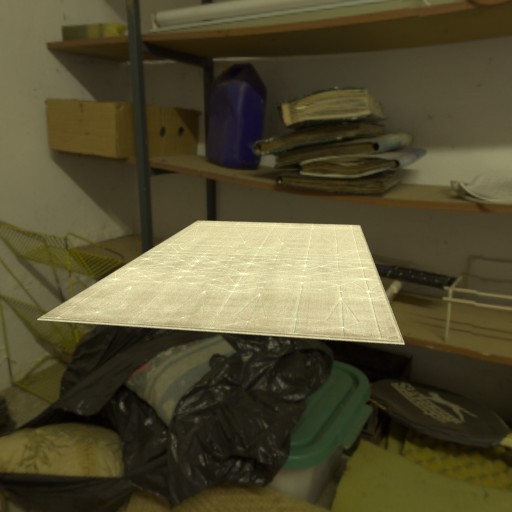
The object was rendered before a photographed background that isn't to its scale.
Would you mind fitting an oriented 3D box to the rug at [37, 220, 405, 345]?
[{"bbox_3d":[0.000,0.000,2.960,1.524,0.012,2.438,2,15,9],"label":"rug"}]
